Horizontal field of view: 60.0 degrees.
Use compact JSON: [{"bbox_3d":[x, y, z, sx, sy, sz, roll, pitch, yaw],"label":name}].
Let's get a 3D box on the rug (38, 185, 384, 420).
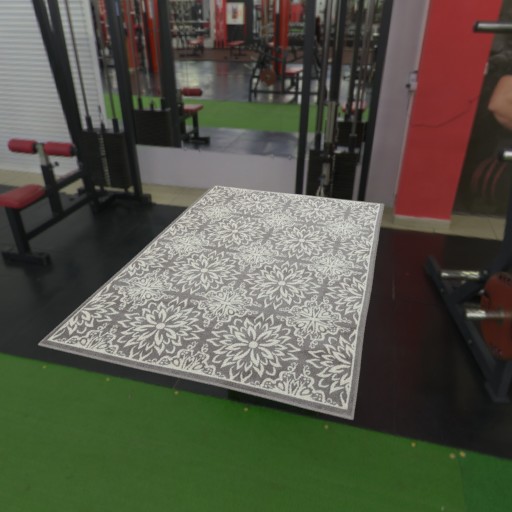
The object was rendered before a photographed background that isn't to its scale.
[{"bbox_3d":[0.000,0.000,2.345,1.224,0.012,1.847,9,31,15],"label":"rug"}]
